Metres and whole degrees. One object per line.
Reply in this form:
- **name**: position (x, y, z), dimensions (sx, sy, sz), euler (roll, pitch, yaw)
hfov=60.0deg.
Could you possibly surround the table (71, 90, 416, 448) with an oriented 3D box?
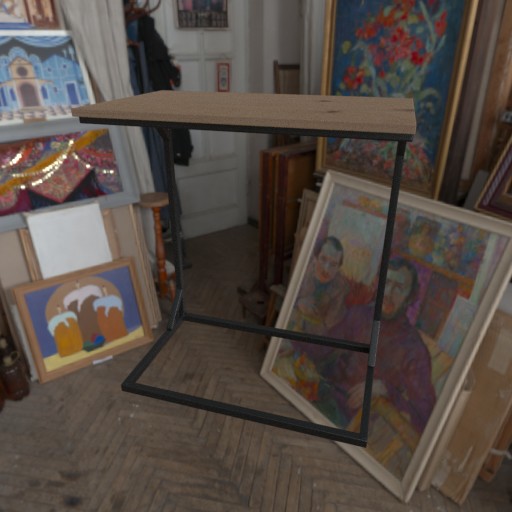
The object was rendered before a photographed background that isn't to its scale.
- **table**: position (0.000, 0.000, 1.024), dimensions (0.597, 0.673, 0.351), euler (8, 27, 15)
